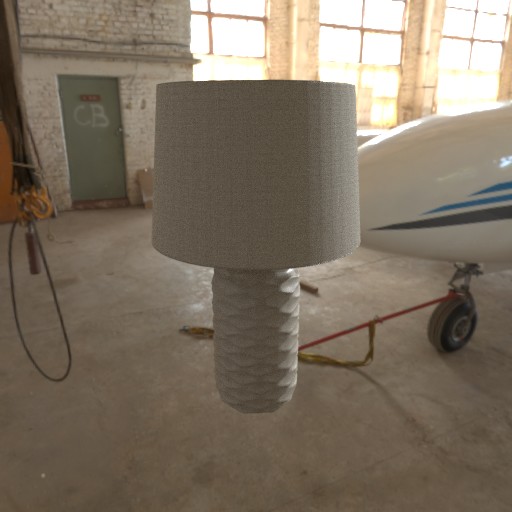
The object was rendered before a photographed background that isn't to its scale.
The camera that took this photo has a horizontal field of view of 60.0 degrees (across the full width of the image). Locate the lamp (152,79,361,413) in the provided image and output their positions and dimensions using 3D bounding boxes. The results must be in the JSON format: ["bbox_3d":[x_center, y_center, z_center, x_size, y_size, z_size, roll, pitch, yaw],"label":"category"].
[{"bbox_3d":[0.000,0.000,0.829,0.376,0.594,0.376,0,18,0],"label":"lamp"}]
